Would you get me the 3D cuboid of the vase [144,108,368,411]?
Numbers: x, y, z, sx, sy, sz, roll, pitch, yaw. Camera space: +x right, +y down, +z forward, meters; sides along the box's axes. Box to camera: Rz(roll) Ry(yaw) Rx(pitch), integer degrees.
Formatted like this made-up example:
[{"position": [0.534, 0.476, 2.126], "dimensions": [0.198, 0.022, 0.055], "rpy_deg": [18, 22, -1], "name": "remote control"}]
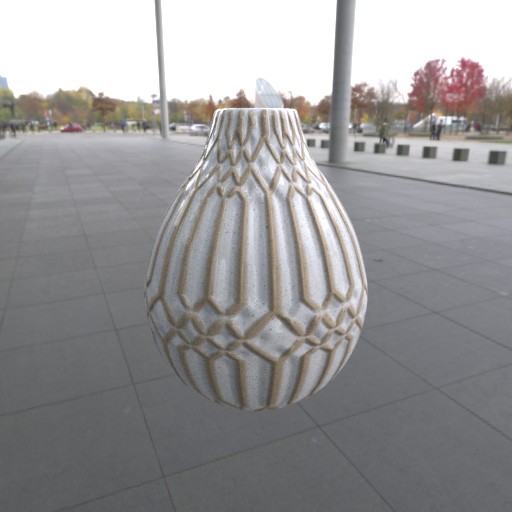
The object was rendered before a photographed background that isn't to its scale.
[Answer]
[{"position": [0.000, 0.000, 0.318], "dimensions": [0.159, 0.200, 0.159], "rpy_deg": [0, 17, 0], "name": "vase"}]
